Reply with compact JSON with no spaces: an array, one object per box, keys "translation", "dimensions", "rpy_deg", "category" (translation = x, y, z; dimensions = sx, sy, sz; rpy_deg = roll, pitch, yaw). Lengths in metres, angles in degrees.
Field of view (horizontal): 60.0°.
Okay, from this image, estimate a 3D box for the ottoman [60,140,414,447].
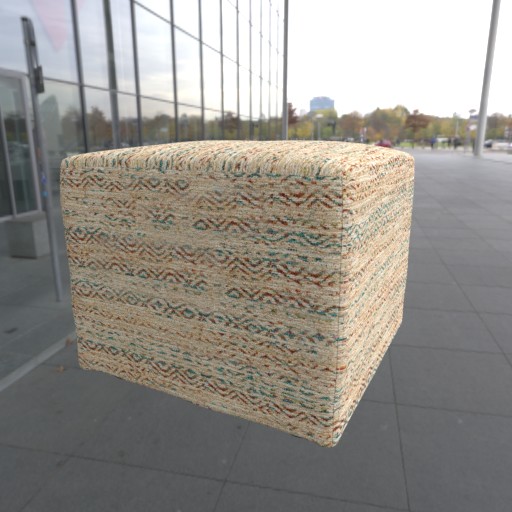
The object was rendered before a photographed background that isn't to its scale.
[{"translation":[0.000,0.000,0.898],"dimensions":[0.521,0.453,0.512],"rpy_deg":[8,17,27],"category":"ottoman"}]
